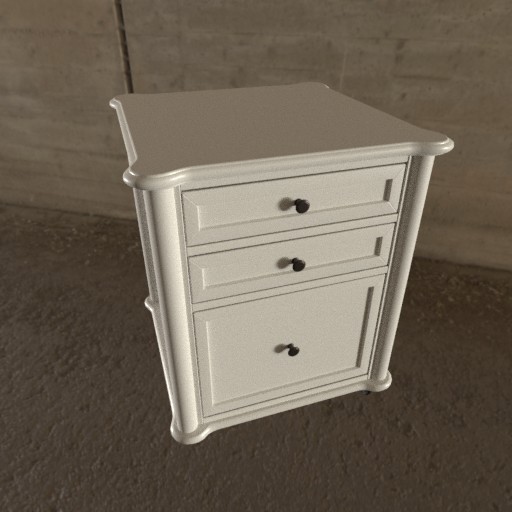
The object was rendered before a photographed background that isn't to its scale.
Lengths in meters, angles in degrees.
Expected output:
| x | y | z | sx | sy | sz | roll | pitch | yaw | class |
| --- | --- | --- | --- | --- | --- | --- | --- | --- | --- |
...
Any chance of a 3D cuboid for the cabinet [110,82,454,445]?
| x | y | z | sx | sy | sz | roll | pitch | yaw | class |
| --- | --- | --- | --- | --- | --- | --- | --- | --- | --- |
| 0.000 | 0.000 | 1.206 | 0.628 | 0.761 | 0.627 | -10 | 33 | -15 | cabinet |
